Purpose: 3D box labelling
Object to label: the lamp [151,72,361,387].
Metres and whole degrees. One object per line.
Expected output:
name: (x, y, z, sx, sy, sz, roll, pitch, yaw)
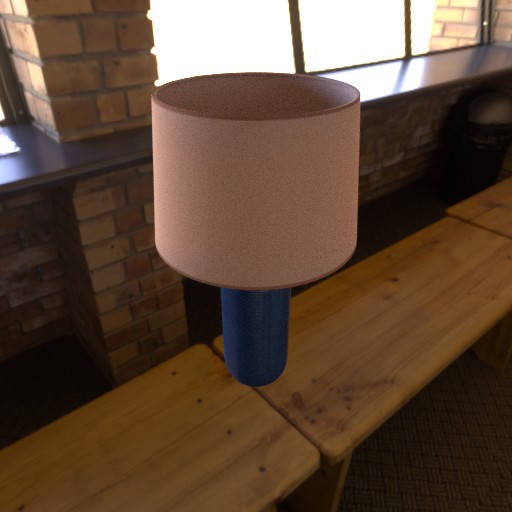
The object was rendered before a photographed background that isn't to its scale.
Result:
lamp: (0.000, 0.000, 0.850, 0.367, 0.609, 0.367, 0, 32, 0)
